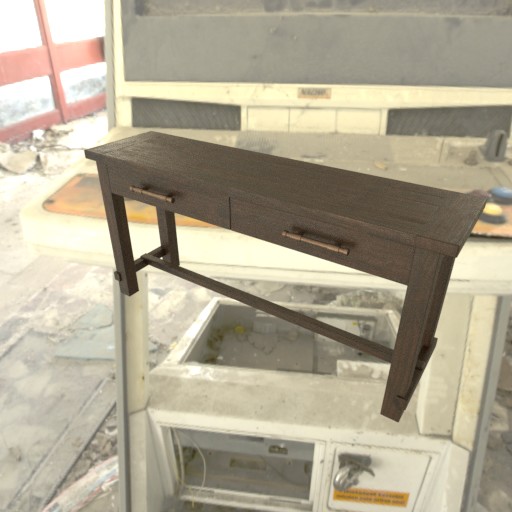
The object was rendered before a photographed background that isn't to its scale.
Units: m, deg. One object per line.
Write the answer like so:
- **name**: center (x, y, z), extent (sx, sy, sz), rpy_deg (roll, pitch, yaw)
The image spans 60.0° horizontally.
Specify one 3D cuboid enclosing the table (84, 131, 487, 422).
- **table**: center (0.000, 0.000, 1.921), extent (1.599, 0.762, 0.442), rpy_deg (19, 35, 29)
